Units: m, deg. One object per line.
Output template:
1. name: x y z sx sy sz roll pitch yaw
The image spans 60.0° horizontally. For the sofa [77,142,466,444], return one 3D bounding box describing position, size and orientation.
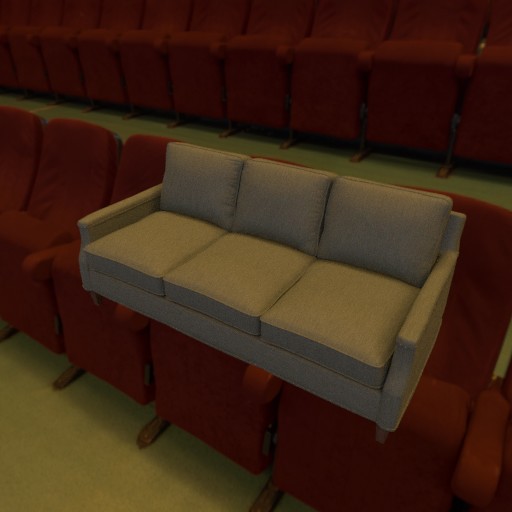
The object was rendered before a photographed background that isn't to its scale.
1. sofa: 0.000 0.000 2.810 2.246 1.003 1.084 18 35 28
